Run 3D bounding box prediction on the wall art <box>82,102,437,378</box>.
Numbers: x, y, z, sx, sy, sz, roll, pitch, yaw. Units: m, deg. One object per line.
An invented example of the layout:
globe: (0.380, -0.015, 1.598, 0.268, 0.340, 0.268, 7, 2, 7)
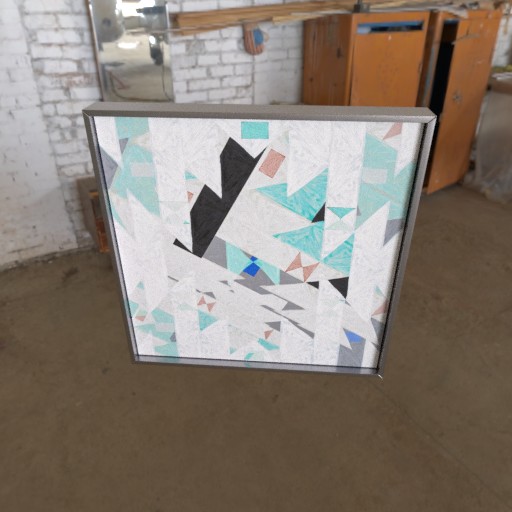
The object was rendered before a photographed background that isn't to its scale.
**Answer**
wall art: (0.000, 0.000, 0.541, 0.350, 0.350, 0.038, 2, 31, 4)
